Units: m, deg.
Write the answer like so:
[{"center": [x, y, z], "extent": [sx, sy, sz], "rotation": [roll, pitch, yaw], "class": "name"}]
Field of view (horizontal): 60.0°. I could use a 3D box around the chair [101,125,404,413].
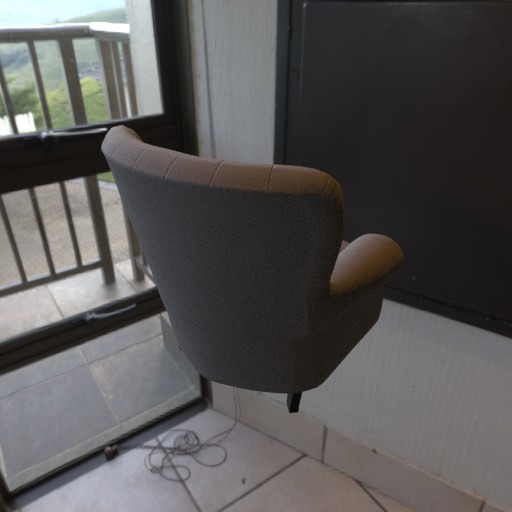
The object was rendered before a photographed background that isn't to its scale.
[{"center": [0.000, 0.000, 1.769], "extent": [0.983, 1.046, 0.983], "rotation": [20, 36, 31], "class": "chair"}]
